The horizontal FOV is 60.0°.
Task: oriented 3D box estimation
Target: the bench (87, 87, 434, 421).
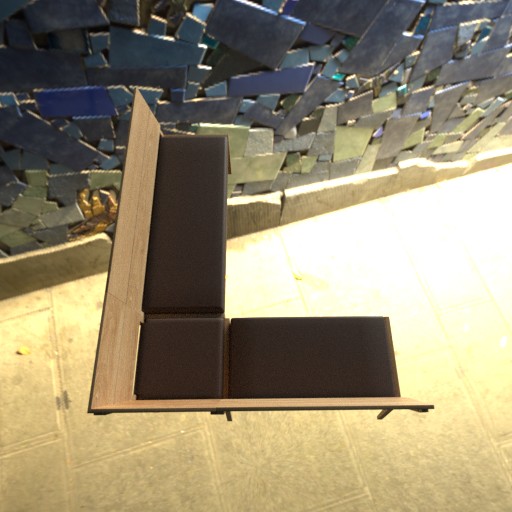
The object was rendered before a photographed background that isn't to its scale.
[{"bbox_3d":[0.000,0.000,2.780,1.549,0.890,1.975,-1,65,-1],"label":"bench"}]
